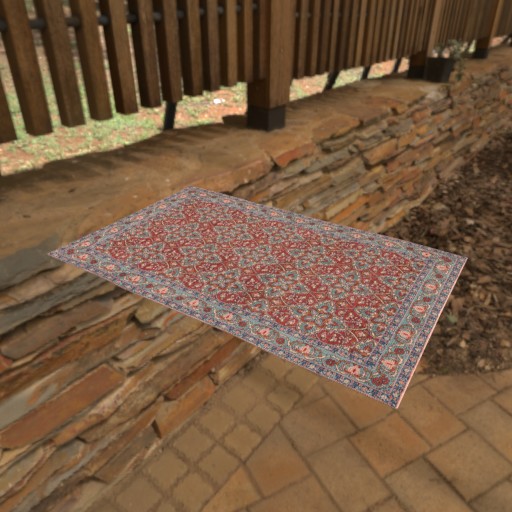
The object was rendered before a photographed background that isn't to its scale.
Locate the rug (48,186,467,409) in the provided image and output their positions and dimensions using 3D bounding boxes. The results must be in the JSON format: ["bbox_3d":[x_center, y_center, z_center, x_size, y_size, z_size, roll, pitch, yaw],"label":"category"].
[{"bbox_3d":[0.000,0.000,3.033,2.439,0.011,1.533,18,35,28],"label":"rug"}]
